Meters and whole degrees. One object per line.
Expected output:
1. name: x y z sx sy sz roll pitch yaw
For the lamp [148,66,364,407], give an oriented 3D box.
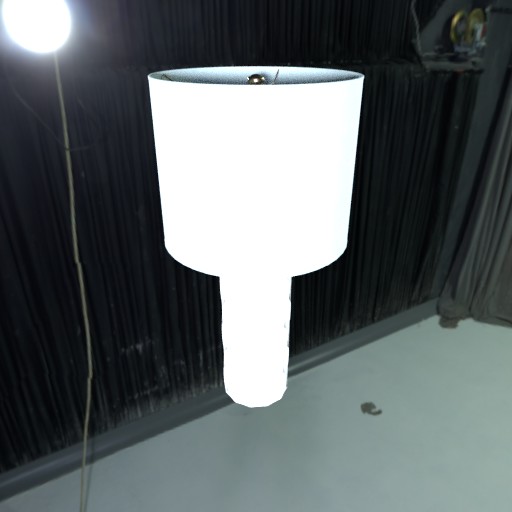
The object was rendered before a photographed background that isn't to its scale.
1. lamp: 0.000 0.000 0.700 0.277 0.534 0.277 -18 32 -31
